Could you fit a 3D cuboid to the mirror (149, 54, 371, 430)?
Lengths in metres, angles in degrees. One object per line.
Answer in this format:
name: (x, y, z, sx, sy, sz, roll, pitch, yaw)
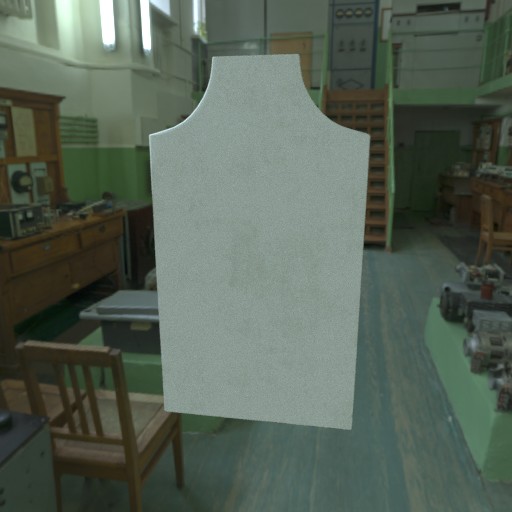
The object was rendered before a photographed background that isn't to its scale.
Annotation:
mirror: (0.000, 0.000, 0.862, 0.403, 0.717, 0.022, 2, 15, 9)
